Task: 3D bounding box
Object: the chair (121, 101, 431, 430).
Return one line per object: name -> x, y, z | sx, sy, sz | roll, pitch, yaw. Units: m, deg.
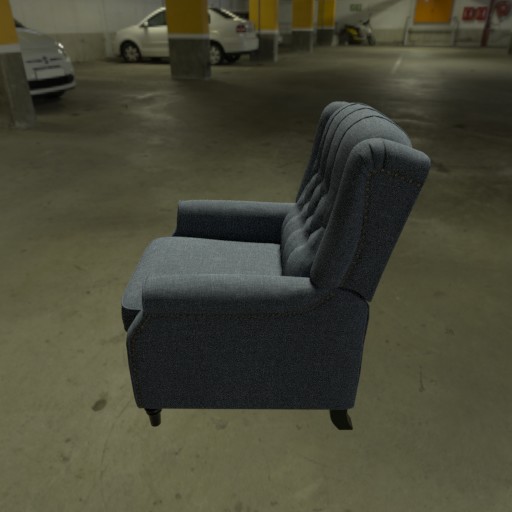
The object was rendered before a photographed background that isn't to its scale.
chair -> 0.000, 0.000, 1.604 | 0.898, 1.035, 0.742 | 0, 28, 0
